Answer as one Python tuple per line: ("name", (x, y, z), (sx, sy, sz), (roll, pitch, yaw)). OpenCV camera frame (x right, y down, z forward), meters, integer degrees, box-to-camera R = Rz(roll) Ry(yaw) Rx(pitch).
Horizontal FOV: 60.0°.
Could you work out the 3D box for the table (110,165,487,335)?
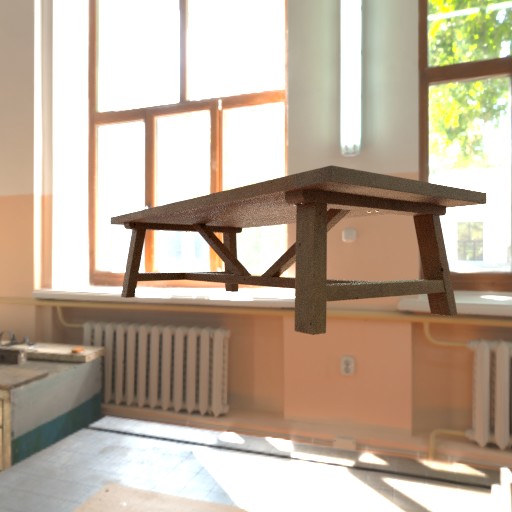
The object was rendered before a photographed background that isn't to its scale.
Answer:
("table", (0.000, 0.000, 2.136), (0.820, 0.465, 1.800), (0, -1, -36))
